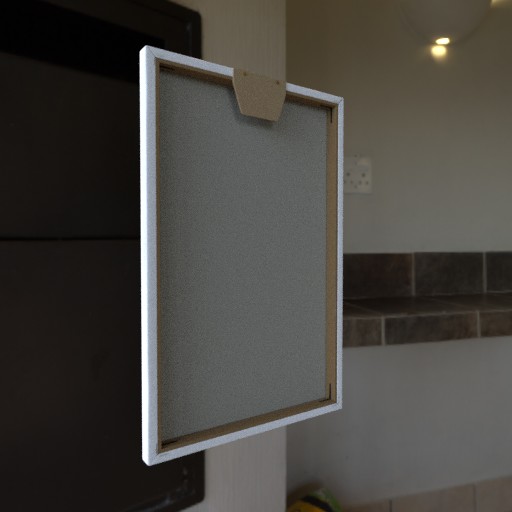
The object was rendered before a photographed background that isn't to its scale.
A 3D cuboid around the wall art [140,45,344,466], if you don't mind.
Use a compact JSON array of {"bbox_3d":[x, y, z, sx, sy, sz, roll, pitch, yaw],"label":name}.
[{"bbox_3d":[0.000,0.000,1.148,0.602,0.916,0.048,-1,2,-35],"label":"wall art"}]
